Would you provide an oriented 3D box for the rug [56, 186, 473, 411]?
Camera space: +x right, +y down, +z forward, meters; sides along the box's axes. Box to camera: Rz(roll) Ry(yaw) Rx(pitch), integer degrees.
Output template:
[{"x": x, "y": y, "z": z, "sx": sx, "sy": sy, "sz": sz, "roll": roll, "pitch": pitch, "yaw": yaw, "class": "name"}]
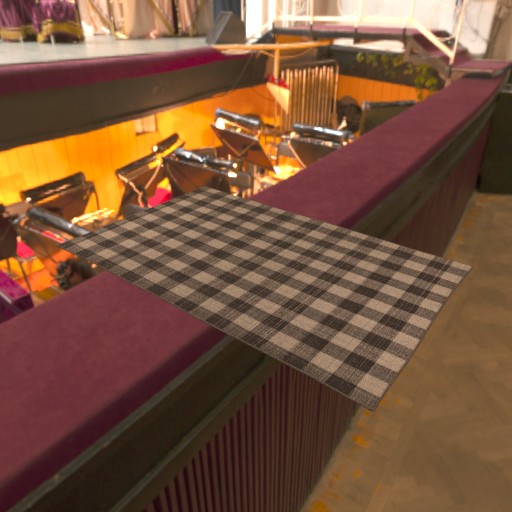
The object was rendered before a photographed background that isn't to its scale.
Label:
[{"x": 0.000, "y": 0.000, "z": 3.084, "sx": 2.476, "sy": 0.011, "sz": 1.554, "roll": 21, "pitch": 36, "yaw": 32, "class": "rug"}]
